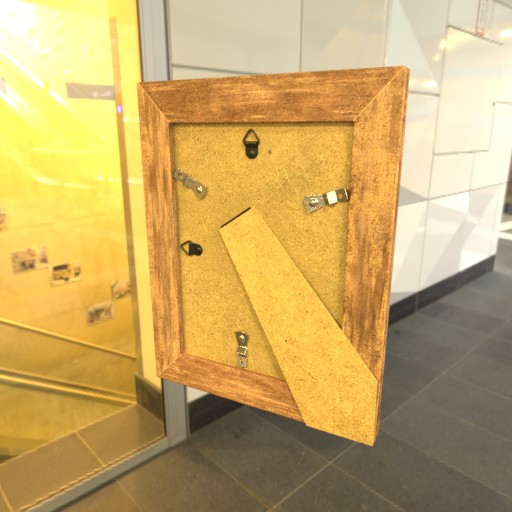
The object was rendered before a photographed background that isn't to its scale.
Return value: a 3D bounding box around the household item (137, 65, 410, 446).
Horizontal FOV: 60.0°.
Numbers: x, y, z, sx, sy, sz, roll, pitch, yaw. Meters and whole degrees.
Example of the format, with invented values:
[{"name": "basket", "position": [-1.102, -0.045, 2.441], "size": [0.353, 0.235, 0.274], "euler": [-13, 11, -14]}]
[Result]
[{"name": "household item", "position": [0.000, 0.000, 0.314], "size": [0.186, 0.237, 0.018], "euler": [8, 18, 26]}]
